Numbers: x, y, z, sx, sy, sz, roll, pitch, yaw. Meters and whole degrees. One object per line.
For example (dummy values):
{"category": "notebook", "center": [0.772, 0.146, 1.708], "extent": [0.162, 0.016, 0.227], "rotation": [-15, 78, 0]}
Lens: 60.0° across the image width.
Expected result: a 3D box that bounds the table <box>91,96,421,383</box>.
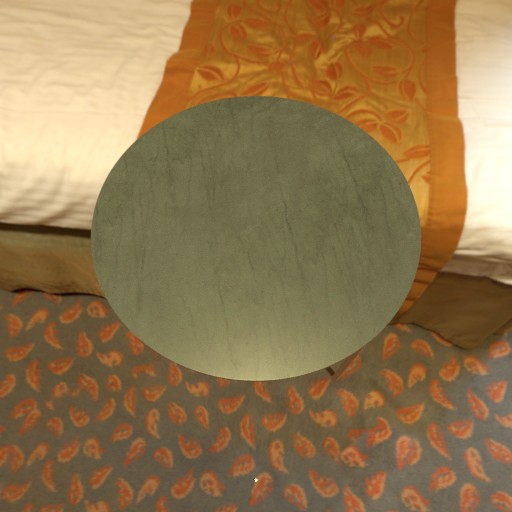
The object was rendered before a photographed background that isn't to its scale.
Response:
{"category": "table", "center": [0.000, 0.000, 1.290], "extent": [0.800, 0.450, 0.800], "rotation": [0, 63, 0]}
